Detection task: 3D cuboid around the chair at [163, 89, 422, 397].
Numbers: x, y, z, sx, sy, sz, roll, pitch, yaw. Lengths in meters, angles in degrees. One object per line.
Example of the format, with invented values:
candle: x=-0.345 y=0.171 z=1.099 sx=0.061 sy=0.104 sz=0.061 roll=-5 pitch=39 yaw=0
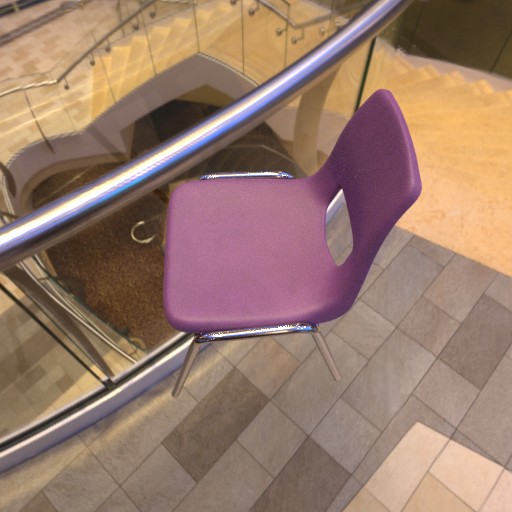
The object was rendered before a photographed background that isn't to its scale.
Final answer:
chair: x=0.000 y=0.000 z=0.895 sx=0.432 sy=0.654 sz=0.381 roll=-3 pitch=59 yaw=-2
